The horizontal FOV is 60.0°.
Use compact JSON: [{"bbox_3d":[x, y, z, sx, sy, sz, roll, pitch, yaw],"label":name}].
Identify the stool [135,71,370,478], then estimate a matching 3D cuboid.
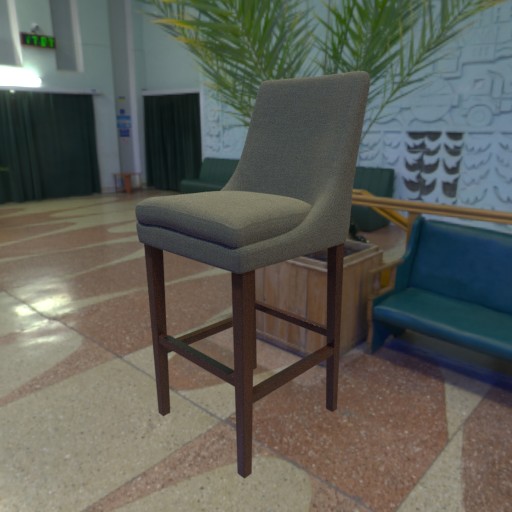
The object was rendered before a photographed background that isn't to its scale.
[{"bbox_3d":[0.000,0.000,1.377,0.470,1.078,0.577,15,22,43],"label":"stool"}]
